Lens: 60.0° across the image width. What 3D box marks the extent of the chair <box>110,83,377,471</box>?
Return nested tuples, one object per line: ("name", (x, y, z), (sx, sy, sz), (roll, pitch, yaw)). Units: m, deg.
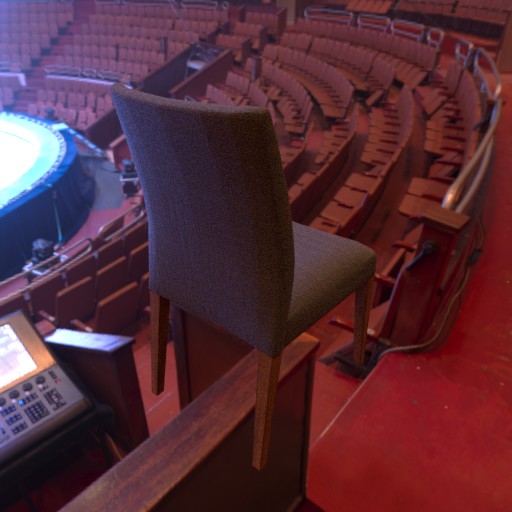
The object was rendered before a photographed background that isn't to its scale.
("chair", (0.000, 0.000, 1.248), (0.496, 0.940, 0.585), (22, 37, 33))
